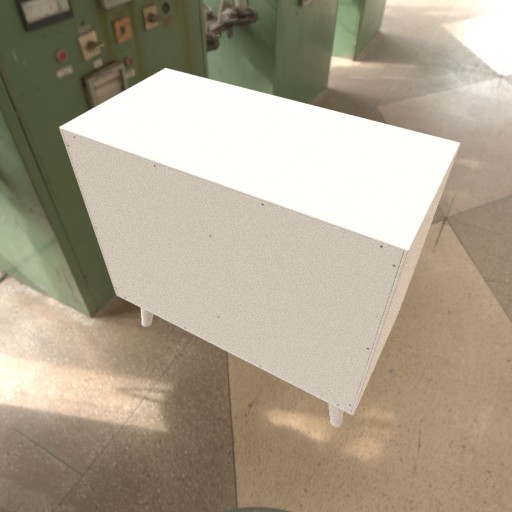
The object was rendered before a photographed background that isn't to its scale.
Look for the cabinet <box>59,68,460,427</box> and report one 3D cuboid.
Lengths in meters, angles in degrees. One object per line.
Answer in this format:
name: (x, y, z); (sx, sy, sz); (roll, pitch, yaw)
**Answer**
cabinet: (0.000, 0.000, 1.248); (0.800, 0.761, 0.398); (22, 49, 21)
